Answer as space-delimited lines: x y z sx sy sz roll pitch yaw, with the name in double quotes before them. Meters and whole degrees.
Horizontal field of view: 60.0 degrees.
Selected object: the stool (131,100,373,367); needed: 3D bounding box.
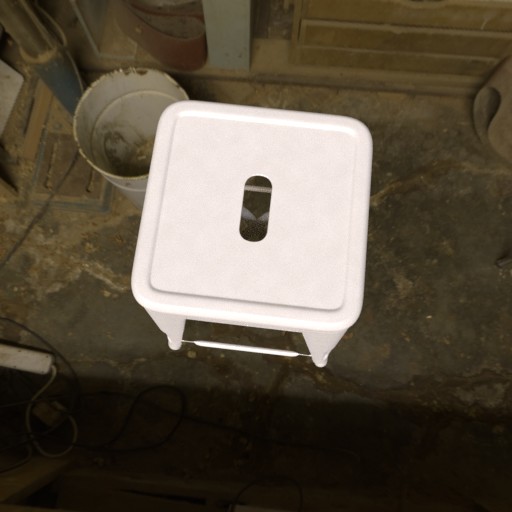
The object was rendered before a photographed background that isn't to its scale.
"stool" 0.000 0.000 0.872 0.406 0.610 0.406 6 78 1
